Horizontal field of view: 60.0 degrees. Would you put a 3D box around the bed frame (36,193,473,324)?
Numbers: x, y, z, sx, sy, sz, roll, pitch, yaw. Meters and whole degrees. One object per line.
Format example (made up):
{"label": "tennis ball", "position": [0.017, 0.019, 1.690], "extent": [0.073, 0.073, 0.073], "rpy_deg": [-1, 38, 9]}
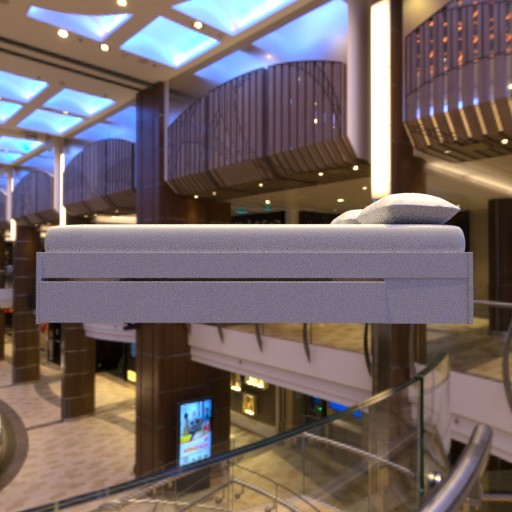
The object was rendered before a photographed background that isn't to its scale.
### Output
{"label": "bed frame", "position": [0.000, 0.000, 2.695], "extent": [1.950, 0.629, 1.450], "rpy_deg": [0, -1, 1]}
